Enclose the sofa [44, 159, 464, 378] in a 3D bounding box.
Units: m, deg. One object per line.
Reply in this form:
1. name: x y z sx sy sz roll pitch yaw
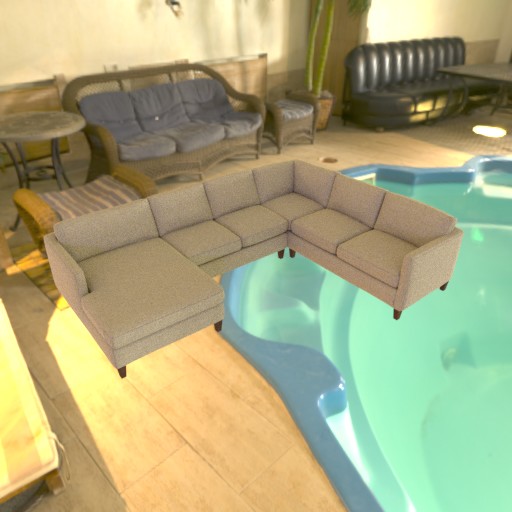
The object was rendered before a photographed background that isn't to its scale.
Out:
1. sofa: 0.000 0.000 4.590 3.460 0.959 2.593 -22 37 -32
